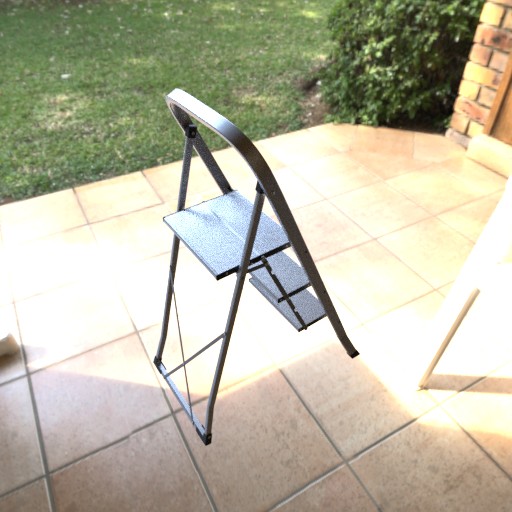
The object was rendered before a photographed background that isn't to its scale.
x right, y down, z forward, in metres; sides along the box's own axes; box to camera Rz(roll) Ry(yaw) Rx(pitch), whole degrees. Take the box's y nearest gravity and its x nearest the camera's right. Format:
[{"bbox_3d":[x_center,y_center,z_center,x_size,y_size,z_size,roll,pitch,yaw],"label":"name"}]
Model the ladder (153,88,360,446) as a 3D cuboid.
[{"bbox_3d":[0.000,0.000,1.427,0.704,1.070,0.465,-25,47,-26],"label":"ladder"}]
